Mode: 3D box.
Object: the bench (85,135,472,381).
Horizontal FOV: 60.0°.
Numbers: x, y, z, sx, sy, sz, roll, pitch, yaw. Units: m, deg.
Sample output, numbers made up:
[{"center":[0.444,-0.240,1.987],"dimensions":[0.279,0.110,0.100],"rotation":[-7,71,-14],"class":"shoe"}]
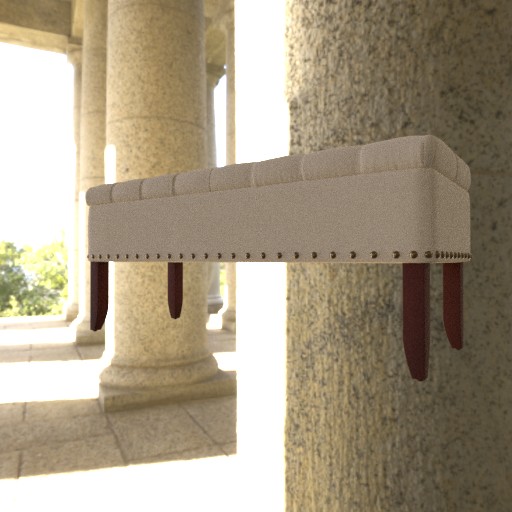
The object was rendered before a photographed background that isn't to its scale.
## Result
[{"center":[0.000,0.000,1.245],"dimensions":[1.054,0.470,0.400],"rotation":[0,-1,35],"class":"bench"}]
